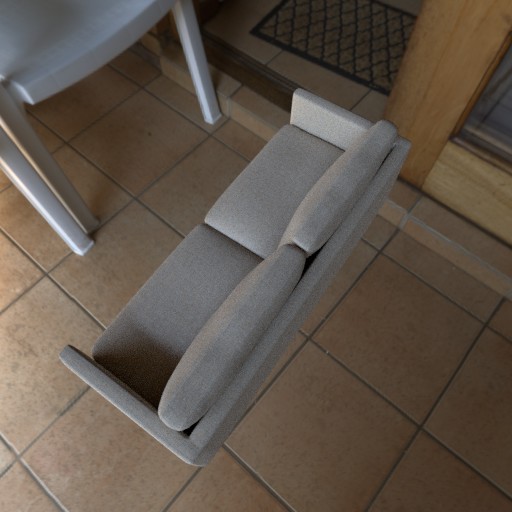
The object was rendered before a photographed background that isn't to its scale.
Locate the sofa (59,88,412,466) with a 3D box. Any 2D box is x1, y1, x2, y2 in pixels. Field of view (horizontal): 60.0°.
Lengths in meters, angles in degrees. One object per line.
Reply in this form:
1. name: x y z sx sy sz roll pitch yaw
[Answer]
1. sofa: 0.000 0.000 2.916 0.951 0.965 2.434 32 68 15
